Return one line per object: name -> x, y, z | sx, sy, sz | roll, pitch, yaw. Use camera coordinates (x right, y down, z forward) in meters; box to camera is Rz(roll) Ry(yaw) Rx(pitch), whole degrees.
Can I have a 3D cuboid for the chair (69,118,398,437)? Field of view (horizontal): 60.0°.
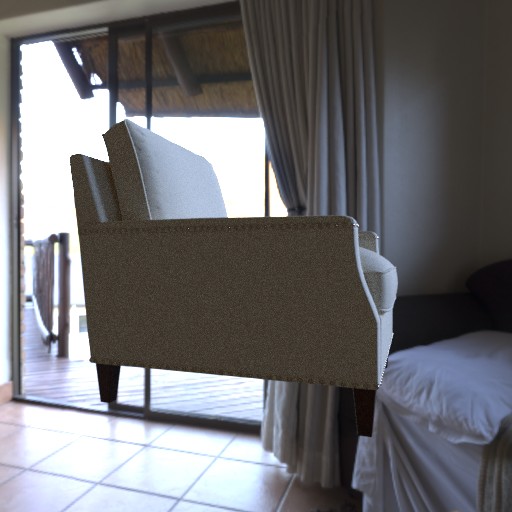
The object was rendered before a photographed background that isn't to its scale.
chair -> 0.000, 0.000, 1.677 | 1.014, 0.943, 0.853 | 0, 0, 19
